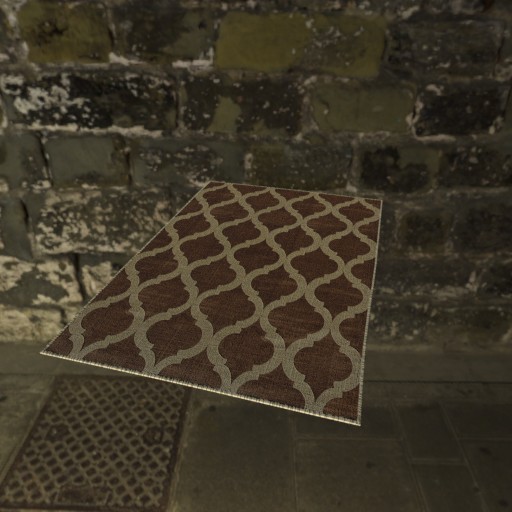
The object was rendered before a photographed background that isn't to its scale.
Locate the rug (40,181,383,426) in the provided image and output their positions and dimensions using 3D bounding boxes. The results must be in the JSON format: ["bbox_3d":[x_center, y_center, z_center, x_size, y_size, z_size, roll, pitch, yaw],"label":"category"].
[{"bbox_3d":[0.000,0.000,2.885,1.522,0.008,2.284,8,32,13],"label":"rug"}]
